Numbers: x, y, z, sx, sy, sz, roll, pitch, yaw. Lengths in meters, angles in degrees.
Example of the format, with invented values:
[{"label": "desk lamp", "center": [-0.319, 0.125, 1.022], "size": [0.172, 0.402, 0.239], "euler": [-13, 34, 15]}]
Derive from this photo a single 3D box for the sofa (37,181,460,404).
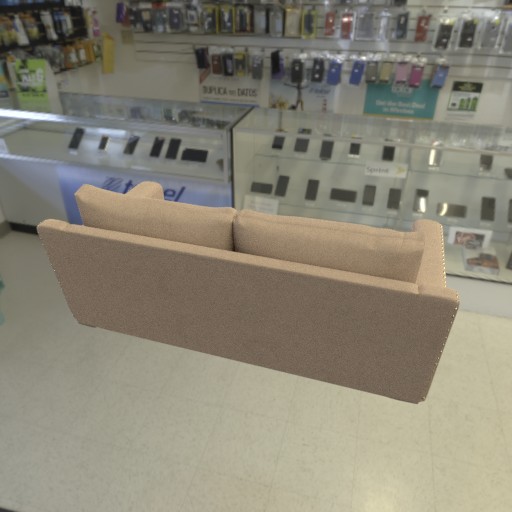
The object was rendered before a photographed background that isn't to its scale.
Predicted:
[{"label": "sofa", "center": [0.000, 0.000, 2.508], "size": [1.967, 0.901, 1.030], "euler": [10, 34, 15]}]
